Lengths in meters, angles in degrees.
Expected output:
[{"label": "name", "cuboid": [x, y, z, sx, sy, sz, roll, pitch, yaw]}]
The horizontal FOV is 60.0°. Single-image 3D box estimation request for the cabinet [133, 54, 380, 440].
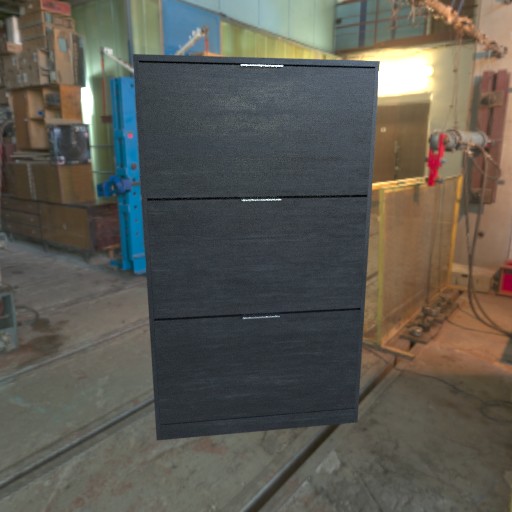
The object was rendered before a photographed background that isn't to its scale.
[{"label": "cabinet", "cuboid": [0.000, 0.000, 1.590, 0.750, 1.280, 0.250, -2, 14, -8]}]
